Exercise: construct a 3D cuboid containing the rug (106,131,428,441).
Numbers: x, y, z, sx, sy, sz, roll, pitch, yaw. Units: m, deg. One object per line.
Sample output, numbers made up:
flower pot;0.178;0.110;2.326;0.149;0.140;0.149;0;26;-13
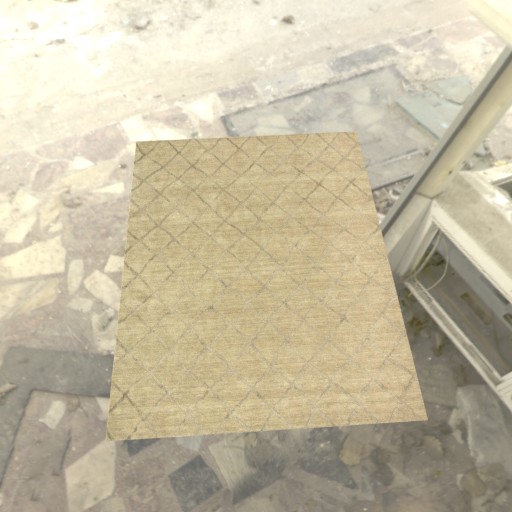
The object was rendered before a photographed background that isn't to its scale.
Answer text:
rug;0.000;0.000;4.088;2.420;0.019;3.038;-3;60;-2
